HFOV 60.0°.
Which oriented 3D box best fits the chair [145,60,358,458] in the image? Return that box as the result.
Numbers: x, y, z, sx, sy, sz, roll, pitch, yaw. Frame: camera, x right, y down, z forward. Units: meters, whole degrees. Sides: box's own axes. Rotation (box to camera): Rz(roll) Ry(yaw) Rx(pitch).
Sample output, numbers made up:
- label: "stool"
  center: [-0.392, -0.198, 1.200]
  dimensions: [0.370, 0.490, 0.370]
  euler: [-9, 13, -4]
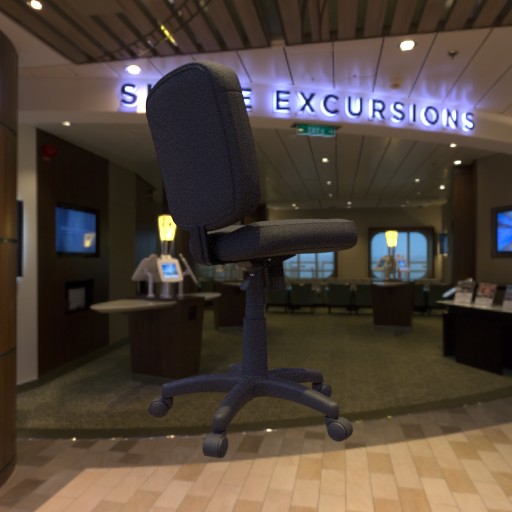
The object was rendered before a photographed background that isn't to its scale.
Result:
- label: "chair"
  center: [0.000, 0.000, 1.350]
  dimensions: [0.610, 0.972, 0.610]
  euler: [0, 0, -35]
